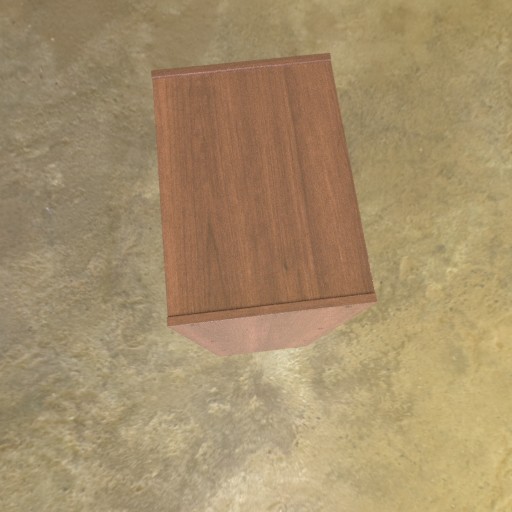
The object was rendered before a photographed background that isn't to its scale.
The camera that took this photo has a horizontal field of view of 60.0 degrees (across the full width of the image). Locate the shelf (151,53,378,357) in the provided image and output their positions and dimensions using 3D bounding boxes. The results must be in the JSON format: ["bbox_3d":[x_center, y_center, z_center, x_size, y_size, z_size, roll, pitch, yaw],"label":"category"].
[{"bbox_3d":[0.000,0.000,1.083,0.290,0.879,0.414,-6,75,-2],"label":"shelf"}]
